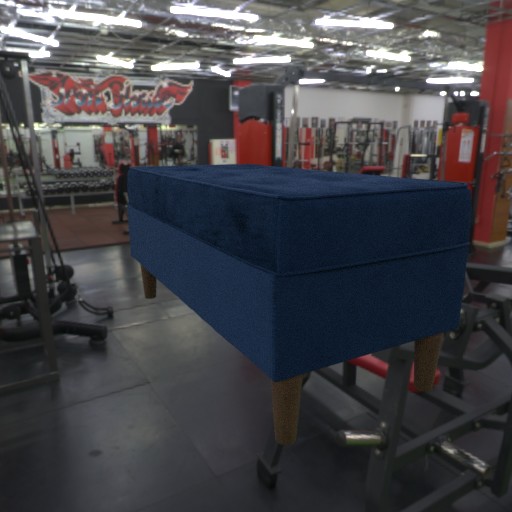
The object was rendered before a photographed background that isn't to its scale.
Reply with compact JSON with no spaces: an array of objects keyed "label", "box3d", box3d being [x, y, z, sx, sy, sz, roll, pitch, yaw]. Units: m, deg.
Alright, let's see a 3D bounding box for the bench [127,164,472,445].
[{"label":"bench","box3d":[0.000,0.000,1.263,0.489,0.467,1.010,-8,16,-28]}]
